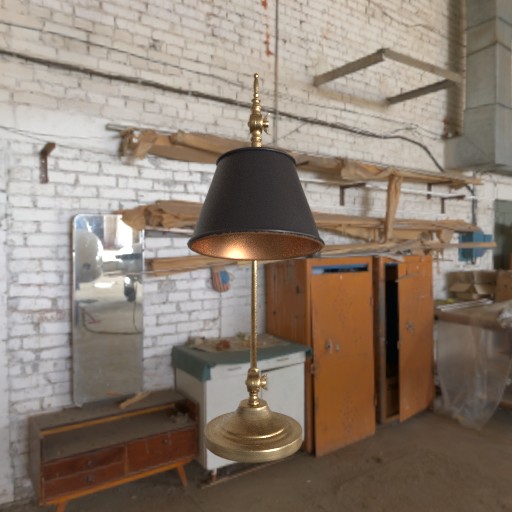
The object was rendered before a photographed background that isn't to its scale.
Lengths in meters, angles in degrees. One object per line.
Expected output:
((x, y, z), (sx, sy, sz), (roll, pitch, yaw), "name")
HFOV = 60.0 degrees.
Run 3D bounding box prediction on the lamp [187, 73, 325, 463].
((0.000, 0.000, 0.820), (0.235, 0.675, 0.344), (0, 2, 0), "lamp")
